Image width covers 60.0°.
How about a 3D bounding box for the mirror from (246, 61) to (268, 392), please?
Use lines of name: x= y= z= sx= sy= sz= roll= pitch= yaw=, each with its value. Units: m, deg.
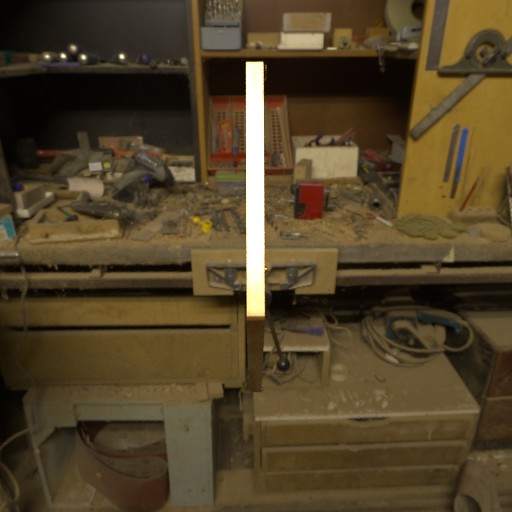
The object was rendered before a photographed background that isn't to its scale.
mirror: x=0.000 y=0.000 z=0.844 sx=0.032 sy=0.679 sz=0.419 roll=0 pitch=26 yaw=0
